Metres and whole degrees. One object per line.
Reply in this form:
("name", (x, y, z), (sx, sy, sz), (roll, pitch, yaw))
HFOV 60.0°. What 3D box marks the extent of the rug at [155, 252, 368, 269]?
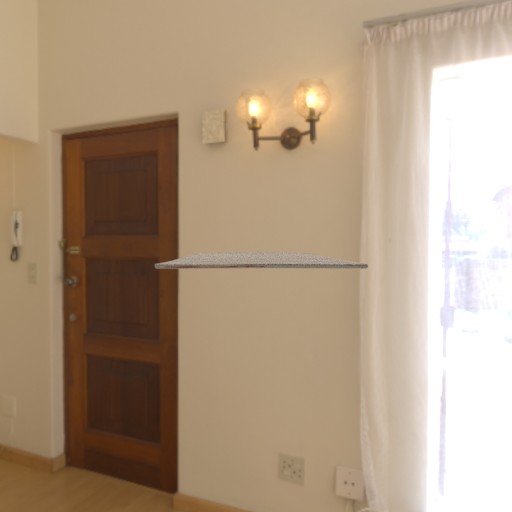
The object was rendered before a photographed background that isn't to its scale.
("rug", (0.000, 0.000, 2.580), (0.692, 0.032, 2.320), (0, 1, -1))
